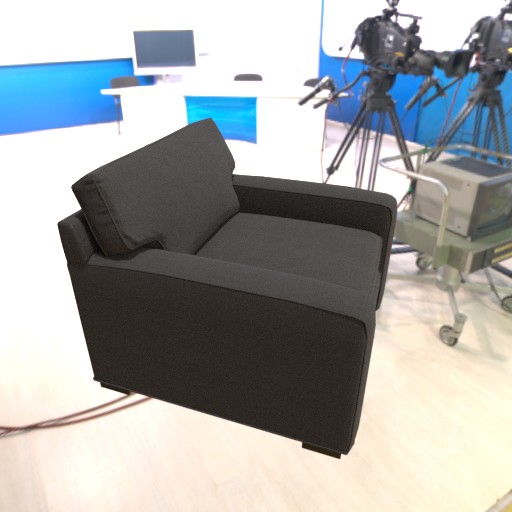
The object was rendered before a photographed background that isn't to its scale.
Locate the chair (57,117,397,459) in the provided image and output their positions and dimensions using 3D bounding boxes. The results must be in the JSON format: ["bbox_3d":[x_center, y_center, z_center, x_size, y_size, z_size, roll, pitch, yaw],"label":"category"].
[{"bbox_3d":[0.000,0.000,1.833,1.043,0.913,0.997,10,31,17],"label":"chair"}]
